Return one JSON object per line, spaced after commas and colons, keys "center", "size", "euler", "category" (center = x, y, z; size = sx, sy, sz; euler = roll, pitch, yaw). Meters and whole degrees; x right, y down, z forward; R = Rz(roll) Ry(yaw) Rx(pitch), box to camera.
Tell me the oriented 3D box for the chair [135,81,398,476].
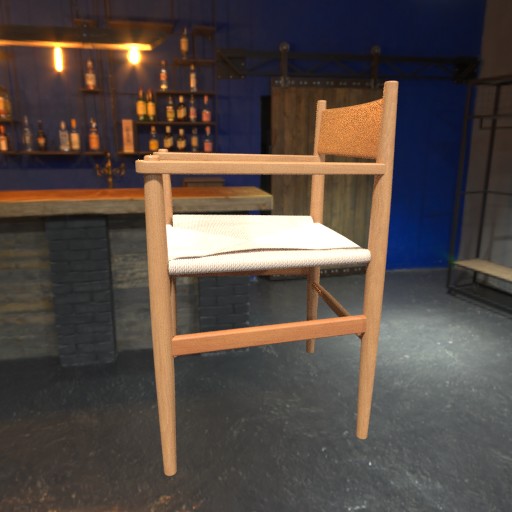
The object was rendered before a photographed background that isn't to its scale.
{"center": [0.000, 0.000, 1.088], "size": [0.495, 0.762, 0.556], "euler": [-2, 15, -9], "category": "chair"}
